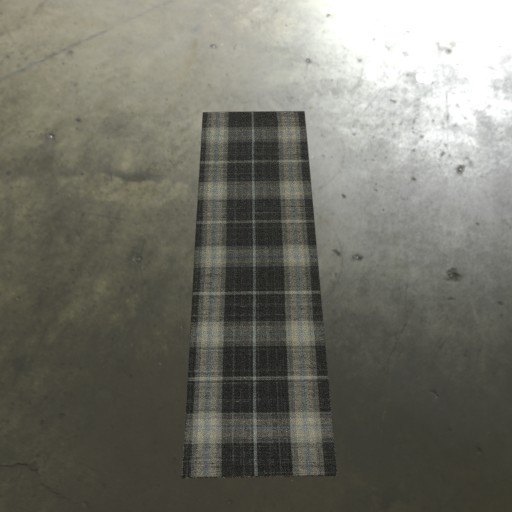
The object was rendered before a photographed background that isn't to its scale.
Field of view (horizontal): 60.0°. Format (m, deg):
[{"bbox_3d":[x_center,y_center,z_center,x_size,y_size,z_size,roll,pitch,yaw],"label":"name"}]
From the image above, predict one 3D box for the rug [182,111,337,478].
[{"bbox_3d":[0.000,0.000,2.724,0.760,0.012,2.434,-1,62,0],"label":"rug"}]
